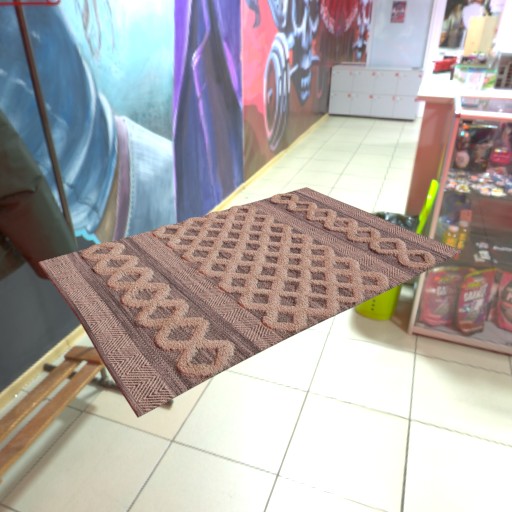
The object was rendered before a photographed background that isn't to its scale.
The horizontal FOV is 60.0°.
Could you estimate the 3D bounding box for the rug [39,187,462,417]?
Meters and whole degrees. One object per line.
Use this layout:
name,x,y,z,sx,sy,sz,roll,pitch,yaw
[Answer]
rug,0.000,0.000,2.277,1.823,0.030,1.222,-20,35,-32
